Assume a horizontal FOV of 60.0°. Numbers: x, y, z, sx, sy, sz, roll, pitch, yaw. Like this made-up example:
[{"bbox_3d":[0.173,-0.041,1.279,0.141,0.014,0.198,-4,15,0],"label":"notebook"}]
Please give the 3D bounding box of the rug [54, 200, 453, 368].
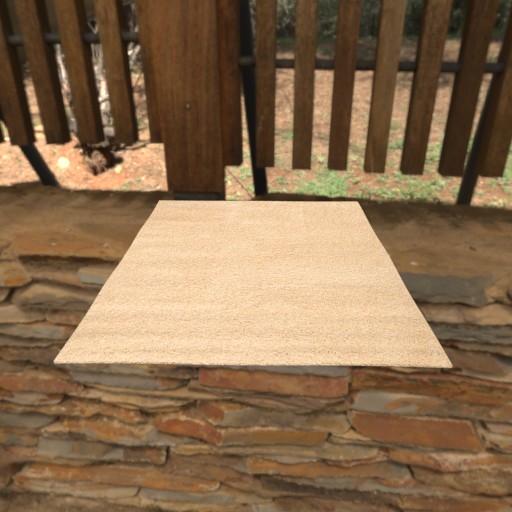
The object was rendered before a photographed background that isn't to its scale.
[{"bbox_3d":[0.000,0.000,4.015,2.400,0.025,3.000,0,26,1],"label":"rug"}]
